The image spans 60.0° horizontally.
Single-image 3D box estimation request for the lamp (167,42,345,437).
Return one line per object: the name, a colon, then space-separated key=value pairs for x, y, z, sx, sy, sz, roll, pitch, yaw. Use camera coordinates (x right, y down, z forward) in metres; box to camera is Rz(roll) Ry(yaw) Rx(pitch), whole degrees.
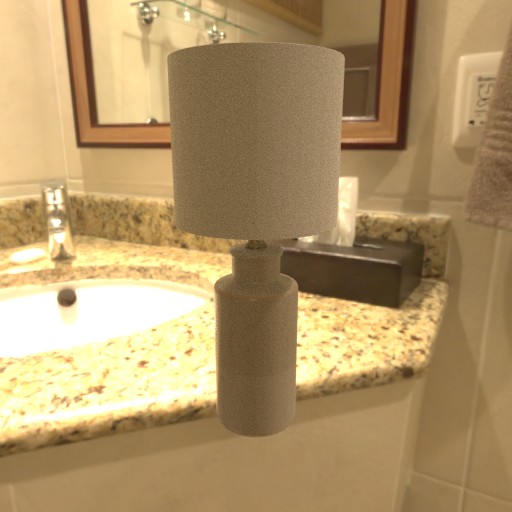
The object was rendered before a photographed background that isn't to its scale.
lamp: x=0.000 y=0.000 z=0.602 sx=0.212 sy=0.493 sz=0.212 roll=-2 pitch=15 yaw=-9
